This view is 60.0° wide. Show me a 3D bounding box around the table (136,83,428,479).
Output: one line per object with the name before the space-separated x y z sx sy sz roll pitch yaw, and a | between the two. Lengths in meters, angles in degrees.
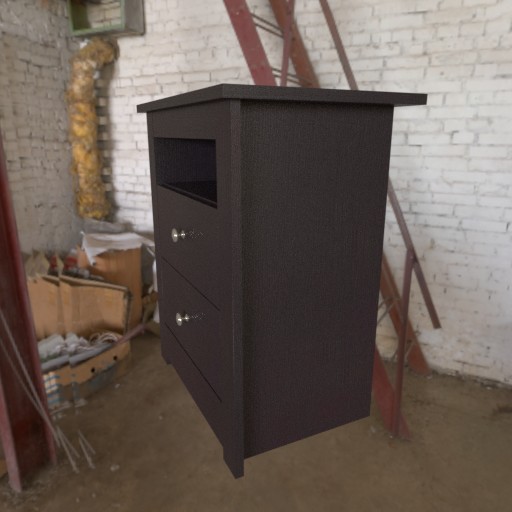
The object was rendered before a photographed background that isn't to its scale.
table | 0.000 0.000 1.071 0.408 0.711 0.589 -8 17 -25
